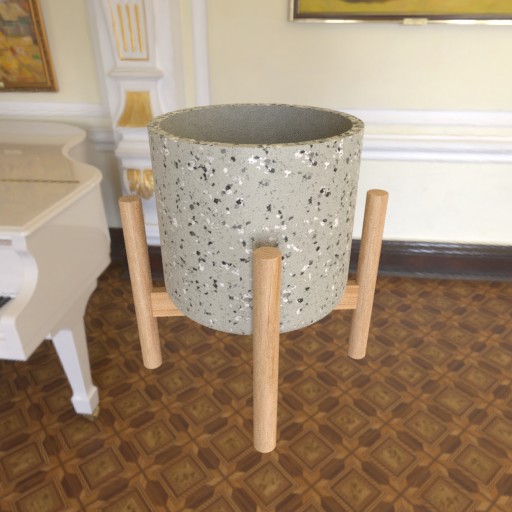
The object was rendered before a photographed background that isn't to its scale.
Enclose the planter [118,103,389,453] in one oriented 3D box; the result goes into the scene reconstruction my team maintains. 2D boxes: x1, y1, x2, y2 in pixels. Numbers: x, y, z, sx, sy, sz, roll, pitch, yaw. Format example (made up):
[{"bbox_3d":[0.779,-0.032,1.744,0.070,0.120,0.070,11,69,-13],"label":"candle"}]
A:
[{"bbox_3d":[0.000,0.000,0.538,0.284,0.320,0.284,9,29,16],"label":"planter"}]
